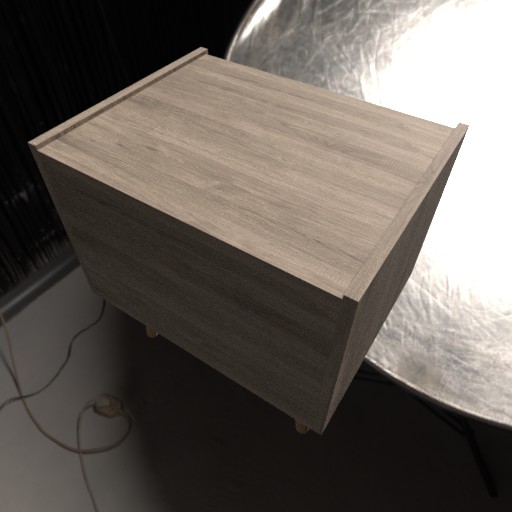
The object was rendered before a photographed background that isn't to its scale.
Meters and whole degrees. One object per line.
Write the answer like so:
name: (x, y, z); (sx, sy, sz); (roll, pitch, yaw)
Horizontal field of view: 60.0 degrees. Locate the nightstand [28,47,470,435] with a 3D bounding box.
nightstand: (0.000, 0.000, 0.792); (0.480, 0.500, 0.380); (26, 52, 22)
